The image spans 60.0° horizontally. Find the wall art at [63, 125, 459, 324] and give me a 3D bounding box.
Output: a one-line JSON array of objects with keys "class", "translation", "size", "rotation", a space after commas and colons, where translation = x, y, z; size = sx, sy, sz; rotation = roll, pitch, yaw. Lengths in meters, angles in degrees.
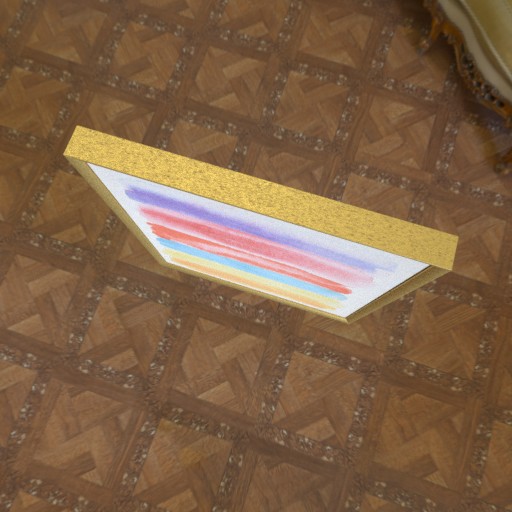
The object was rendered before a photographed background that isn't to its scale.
[{"class": "wall art", "translation": [0.000, 0.000, 0.899], "size": [0.537, 0.642, 0.048], "rotation": [17, 76, 4]}]
